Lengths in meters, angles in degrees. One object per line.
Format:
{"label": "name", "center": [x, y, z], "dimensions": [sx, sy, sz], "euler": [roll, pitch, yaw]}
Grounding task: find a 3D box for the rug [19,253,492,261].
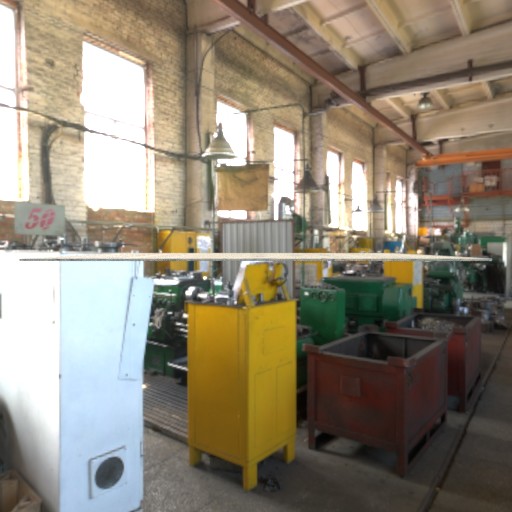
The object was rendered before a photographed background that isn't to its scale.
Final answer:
{"label": "rug", "center": [0.000, 0.000, 2.321], "dimensions": [1.820, 0.009, 1.260], "euler": [0, 1, 0]}
